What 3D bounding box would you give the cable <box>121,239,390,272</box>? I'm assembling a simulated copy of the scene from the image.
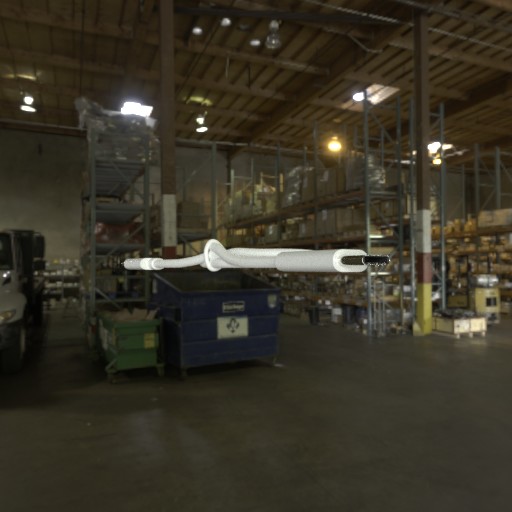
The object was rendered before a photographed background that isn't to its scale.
[{"bbox_3d":[0.000,0.000,0.208,0.070,0.014,0.186,1,-2,-36],"label":"cable"}]
